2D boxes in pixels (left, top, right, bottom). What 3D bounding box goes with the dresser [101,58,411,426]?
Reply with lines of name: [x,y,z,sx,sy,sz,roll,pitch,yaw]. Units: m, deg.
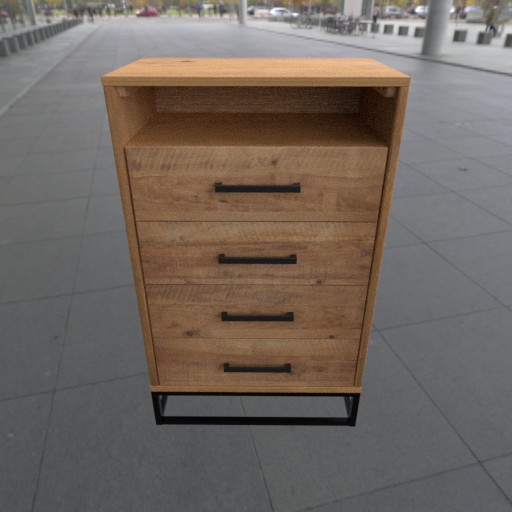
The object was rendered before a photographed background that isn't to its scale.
dresser: [0.000,0.000,1.567,0.761,1.240,0.479,0,29,0]
